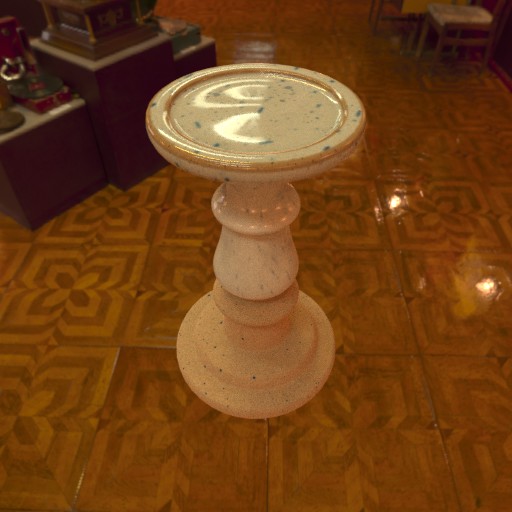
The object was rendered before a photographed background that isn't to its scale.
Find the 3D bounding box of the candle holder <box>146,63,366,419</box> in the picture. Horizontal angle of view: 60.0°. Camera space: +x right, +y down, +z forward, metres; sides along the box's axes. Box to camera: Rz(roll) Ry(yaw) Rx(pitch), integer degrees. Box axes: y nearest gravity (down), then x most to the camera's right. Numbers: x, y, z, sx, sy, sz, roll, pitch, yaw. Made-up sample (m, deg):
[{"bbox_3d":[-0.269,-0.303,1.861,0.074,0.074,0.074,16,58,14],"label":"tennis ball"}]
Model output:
[{"bbox_3d":[0.000,0.000,0.280,0.123,0.202,0.123,0,45,0],"label":"candle holder"}]
